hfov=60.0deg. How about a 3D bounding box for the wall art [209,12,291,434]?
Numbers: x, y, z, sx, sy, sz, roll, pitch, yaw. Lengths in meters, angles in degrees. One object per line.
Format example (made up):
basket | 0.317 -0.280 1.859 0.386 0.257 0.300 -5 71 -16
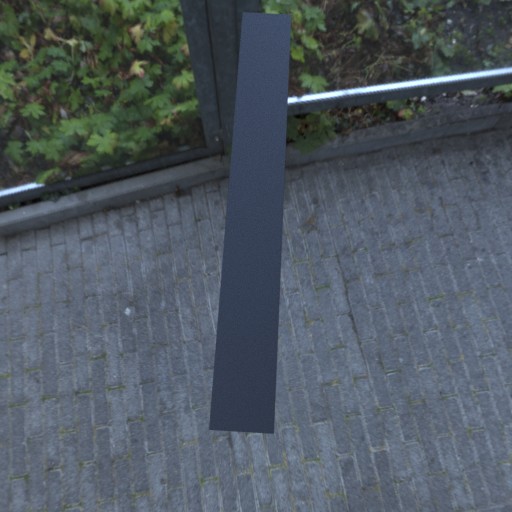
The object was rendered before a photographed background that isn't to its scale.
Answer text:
wall art | 0.000 0.000 0.447 0.038 0.304 0.305 3 73 1
